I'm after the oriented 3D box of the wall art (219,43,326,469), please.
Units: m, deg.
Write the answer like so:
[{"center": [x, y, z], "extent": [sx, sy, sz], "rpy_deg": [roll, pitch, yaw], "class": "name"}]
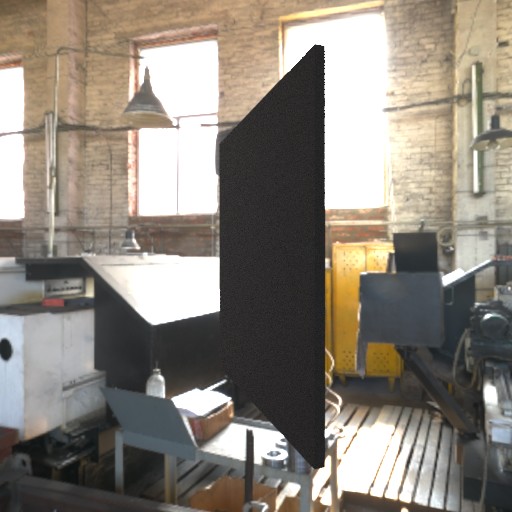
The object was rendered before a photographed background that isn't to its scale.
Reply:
[{"center": [0.000, 0.000, 0.695], "extent": [0.013, 0.458, 0.456], "rpy_deg": [0, 0, -18], "class": "wall art"}]
